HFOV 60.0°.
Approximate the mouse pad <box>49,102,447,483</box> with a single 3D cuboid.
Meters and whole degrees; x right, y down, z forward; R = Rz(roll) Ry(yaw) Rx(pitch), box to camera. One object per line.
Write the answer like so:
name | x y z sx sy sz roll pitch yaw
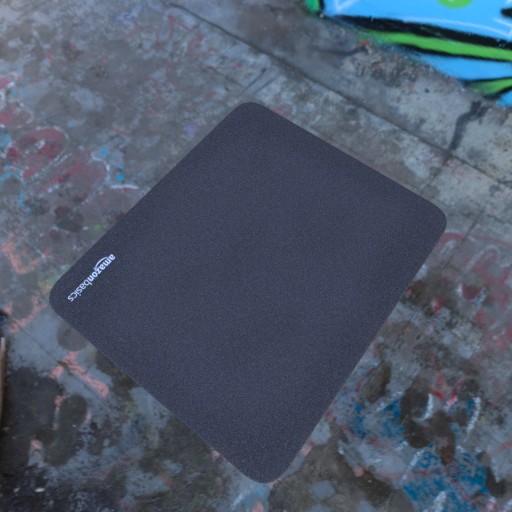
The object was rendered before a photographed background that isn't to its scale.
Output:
mouse pad | 0.000 0.000 0.340 0.211 0.002 0.249 35 69 15
